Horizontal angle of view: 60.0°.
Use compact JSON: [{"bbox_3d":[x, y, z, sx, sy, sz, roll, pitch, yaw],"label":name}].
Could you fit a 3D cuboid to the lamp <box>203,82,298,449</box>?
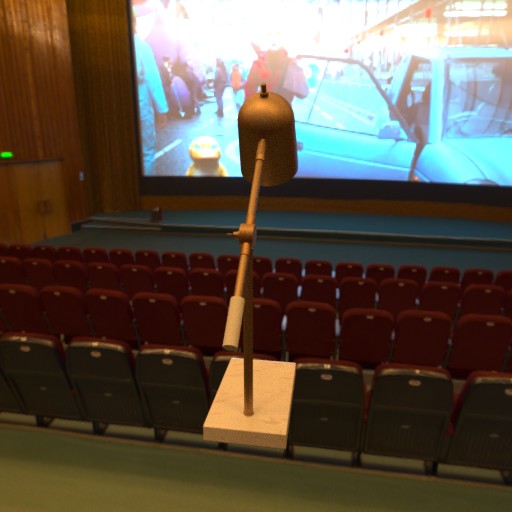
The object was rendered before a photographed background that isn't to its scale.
[{"bbox_3d":[0.000,0.000,0.804,0.144,0.603,0.471,3,17,9],"label":"lamp"}]
